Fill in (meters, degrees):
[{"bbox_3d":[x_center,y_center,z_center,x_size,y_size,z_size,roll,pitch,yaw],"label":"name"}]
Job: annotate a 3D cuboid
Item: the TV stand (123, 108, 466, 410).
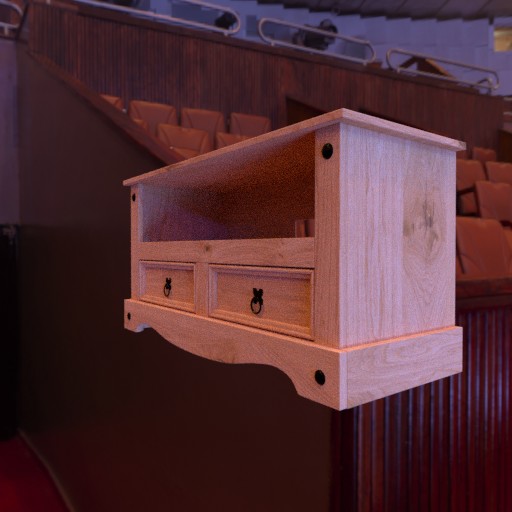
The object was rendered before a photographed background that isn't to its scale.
[{"bbox_3d":[0.000,0.000,1.358,0.440,0.550,1.080,-1,1,-37],"label":"TV stand"}]
